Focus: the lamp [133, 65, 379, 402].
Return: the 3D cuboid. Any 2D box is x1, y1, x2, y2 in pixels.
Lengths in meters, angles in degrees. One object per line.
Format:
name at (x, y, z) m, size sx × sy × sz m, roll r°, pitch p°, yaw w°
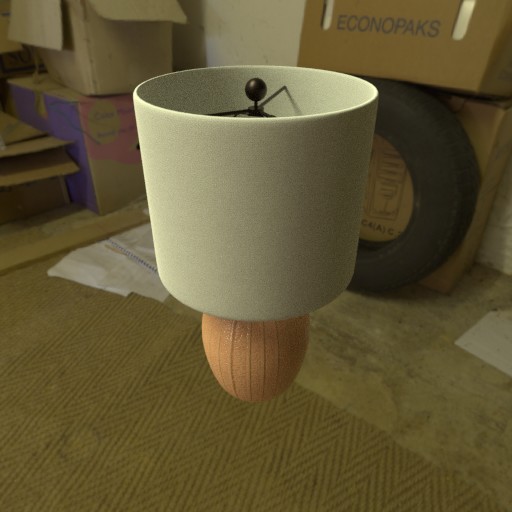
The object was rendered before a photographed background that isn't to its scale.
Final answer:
lamp at (0.000, 0.000, 0.752) m, size 0.329 × 0.570 × 0.329 m, roll 0°, pitch 32°, yaw 0°
